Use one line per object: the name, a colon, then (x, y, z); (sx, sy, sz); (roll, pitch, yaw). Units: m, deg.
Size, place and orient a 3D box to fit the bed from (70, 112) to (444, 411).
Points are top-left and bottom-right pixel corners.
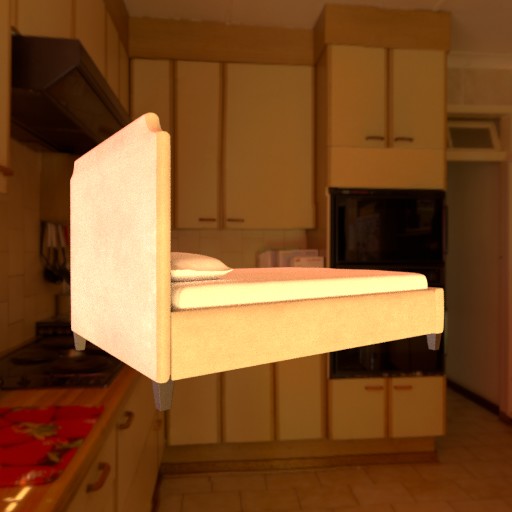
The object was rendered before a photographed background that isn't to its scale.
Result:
bed: (0.000, 0.000, 3.404); (2.372, 1.443, 1.712); (0, 1, -35)
